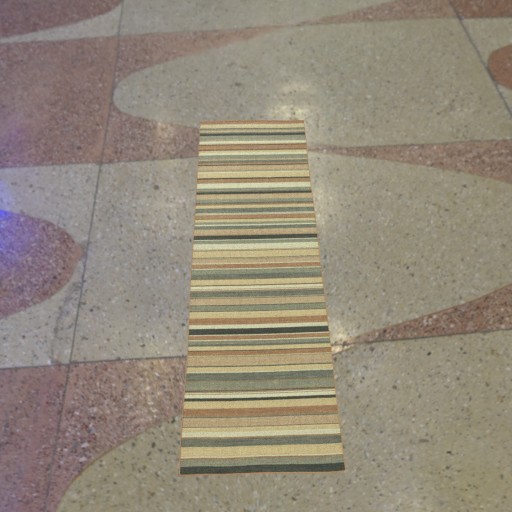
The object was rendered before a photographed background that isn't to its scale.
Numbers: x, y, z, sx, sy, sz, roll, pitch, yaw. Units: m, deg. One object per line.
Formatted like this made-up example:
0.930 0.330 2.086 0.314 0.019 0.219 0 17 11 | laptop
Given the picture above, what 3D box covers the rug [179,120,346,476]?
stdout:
0.000 0.000 2.748 0.799 0.010 2.444 -1 58 -1 | rug
